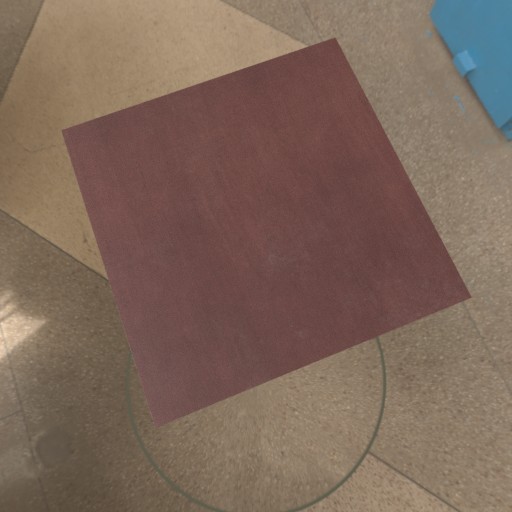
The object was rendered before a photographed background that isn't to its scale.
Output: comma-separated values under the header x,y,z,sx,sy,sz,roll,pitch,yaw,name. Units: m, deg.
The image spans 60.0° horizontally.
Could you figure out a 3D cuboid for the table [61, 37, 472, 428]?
x,y,z,sx,sy,sz,roll,pitch,yaw,name
0.000,0.000,1.687,0.861,0.991,0.861,-21,76,-5,table
